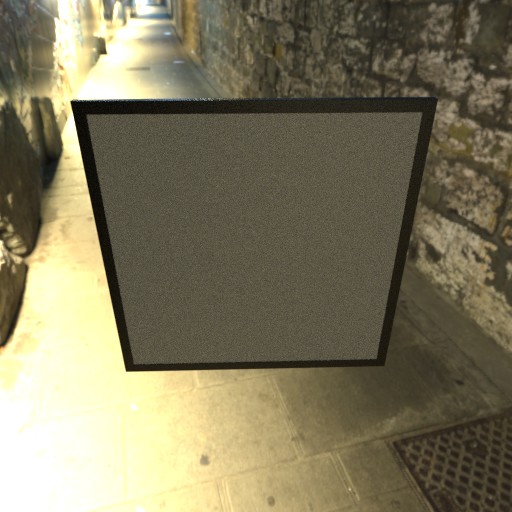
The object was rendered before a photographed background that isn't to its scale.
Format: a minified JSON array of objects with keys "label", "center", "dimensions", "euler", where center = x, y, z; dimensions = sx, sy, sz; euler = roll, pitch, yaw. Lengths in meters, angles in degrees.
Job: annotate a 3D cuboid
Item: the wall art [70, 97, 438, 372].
[{"label":"wall art","center":[0.000,0.000,1.186],"dimensions":[0.807,0.807,0.022],"euler":[-1,31,-2]}]
